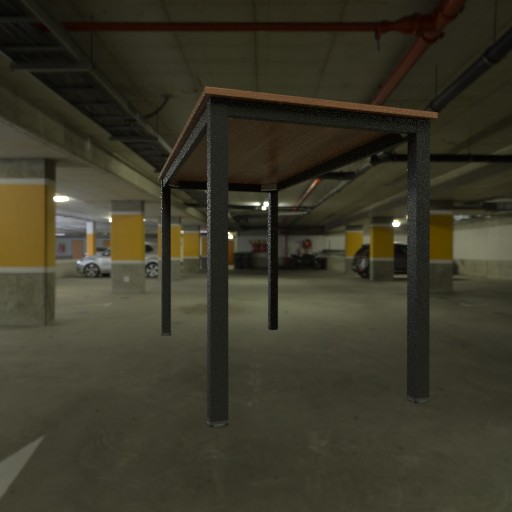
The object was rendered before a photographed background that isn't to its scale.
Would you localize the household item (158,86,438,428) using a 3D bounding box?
[{"bbox_3d":[0.000,0.000,1.618,0.600,0.750,1.200,0,0,-17],"label":"household item"}]
